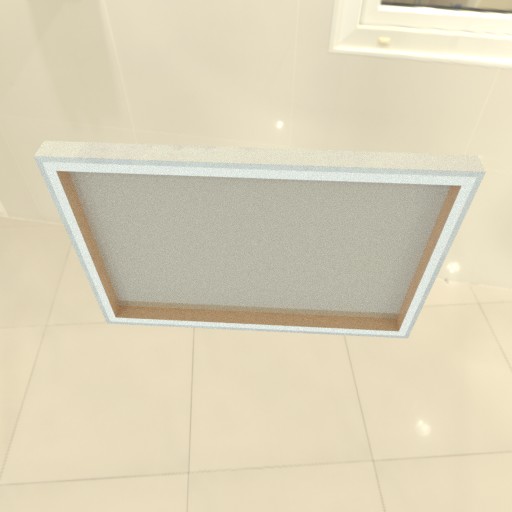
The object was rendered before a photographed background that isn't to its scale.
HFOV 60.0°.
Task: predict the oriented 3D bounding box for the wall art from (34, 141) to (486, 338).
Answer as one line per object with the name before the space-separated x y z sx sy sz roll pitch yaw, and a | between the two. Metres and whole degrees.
wall art | 0.000 0.000 0.758 0.609 0.407 0.038 2 48 2
